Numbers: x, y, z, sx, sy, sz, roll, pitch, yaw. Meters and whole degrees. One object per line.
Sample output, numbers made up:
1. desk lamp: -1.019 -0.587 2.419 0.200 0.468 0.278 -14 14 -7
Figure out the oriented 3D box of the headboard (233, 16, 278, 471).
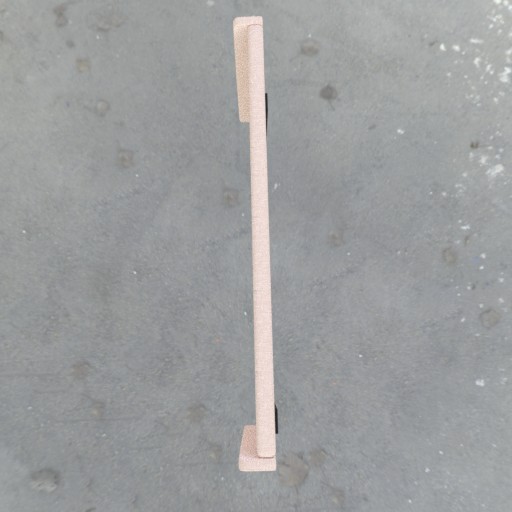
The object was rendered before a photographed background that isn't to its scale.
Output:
1. headboard: 0.000 0.000 2.671 0.184 1.524 2.051 -1 77 0
